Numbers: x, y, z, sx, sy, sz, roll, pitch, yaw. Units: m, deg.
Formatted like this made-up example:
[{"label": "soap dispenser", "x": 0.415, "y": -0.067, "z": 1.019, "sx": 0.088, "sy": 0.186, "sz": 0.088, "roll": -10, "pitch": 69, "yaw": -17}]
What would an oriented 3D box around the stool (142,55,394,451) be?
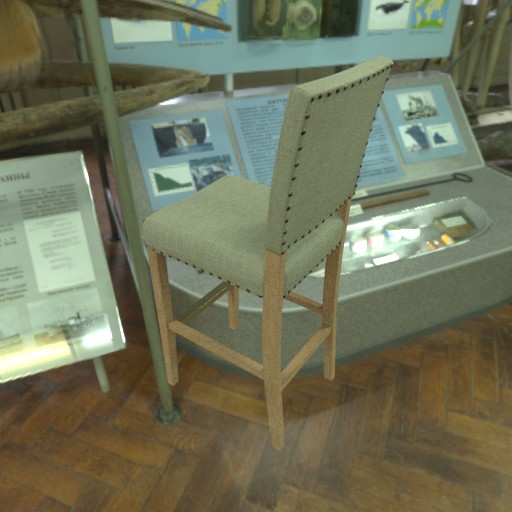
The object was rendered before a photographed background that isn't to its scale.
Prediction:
[{"label": "stool", "x": 0.000, "y": 0.000, "z": 1.452, "sx": 0.585, "sy": 1.203, "sz": 0.445, "roll": 22, "pitch": 39, "yaw": 29}]
